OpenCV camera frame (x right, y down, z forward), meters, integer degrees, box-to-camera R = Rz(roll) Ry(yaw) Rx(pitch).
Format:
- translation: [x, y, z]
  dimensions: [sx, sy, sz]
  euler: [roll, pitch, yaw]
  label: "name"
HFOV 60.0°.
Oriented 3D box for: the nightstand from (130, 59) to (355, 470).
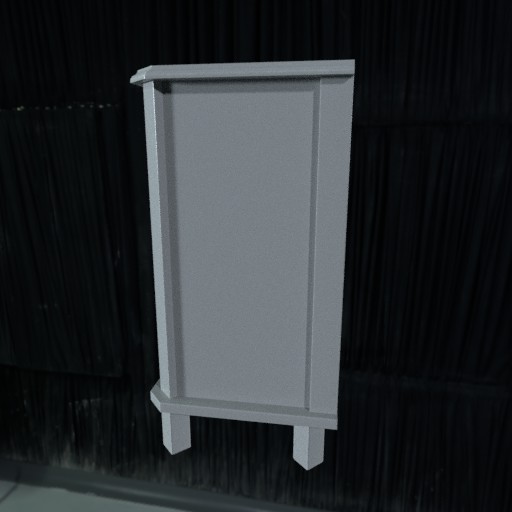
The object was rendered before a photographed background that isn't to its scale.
- translation: [0.000, 0.000, 0.924]
  dimensions: [0.348, 0.680, 0.435]
  euler: [2, 14, 9]
  label: "nightstand"
